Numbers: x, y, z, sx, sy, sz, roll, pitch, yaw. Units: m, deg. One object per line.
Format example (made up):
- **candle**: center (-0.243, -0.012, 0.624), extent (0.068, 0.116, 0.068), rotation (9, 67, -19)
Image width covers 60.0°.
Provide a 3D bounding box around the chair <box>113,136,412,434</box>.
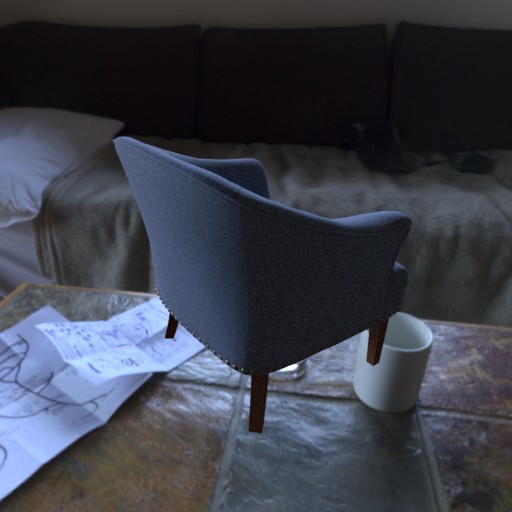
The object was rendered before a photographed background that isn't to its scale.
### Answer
- **chair**: center (0.000, 0.000, 1.464), extent (0.704, 0.815, 0.798), rotation (-19, 33, -32)
